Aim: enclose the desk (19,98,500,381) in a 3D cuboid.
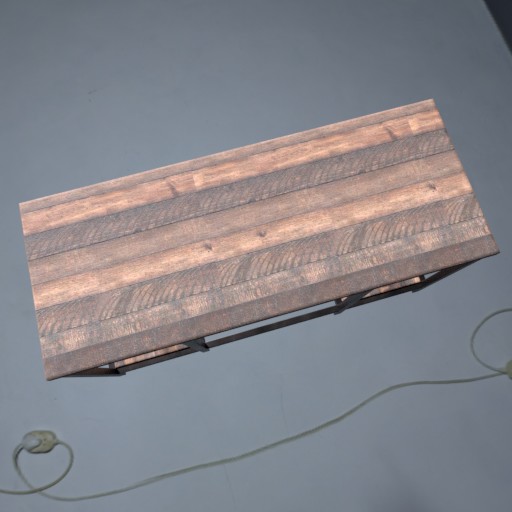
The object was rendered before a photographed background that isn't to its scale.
[{"bbox_3d":[0.000,0.000,1.882,1.538,0.753,0.617,-15,76,-4],"label":"desk"}]
